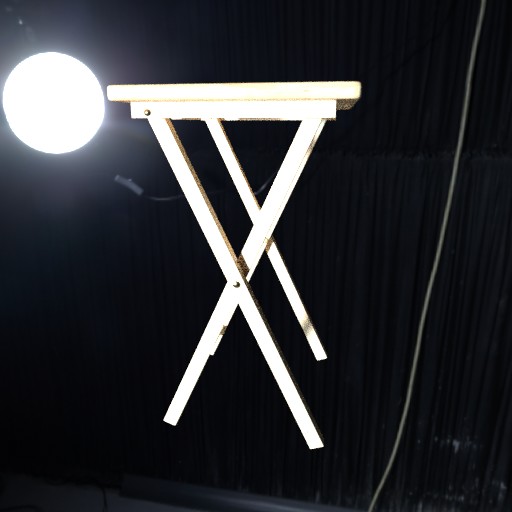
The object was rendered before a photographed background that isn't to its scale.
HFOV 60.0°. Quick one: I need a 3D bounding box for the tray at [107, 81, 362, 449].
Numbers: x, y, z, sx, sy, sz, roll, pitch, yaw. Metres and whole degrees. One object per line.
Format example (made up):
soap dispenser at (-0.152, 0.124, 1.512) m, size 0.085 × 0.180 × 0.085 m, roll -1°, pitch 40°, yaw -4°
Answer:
tray at (0.000, 0.000, 0.960) m, size 0.381 × 0.660 × 0.483 m, roll 3°, pitch 17°, yaw 9°
